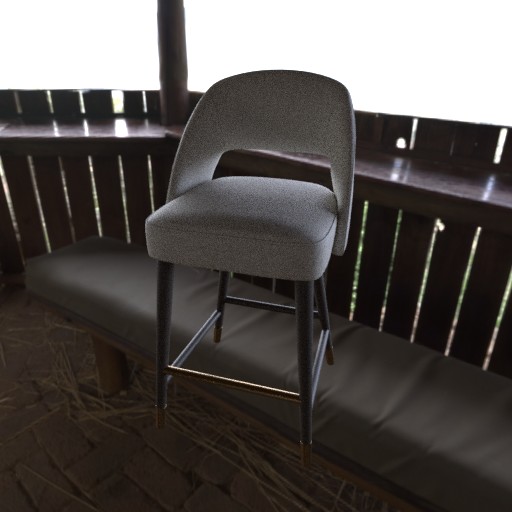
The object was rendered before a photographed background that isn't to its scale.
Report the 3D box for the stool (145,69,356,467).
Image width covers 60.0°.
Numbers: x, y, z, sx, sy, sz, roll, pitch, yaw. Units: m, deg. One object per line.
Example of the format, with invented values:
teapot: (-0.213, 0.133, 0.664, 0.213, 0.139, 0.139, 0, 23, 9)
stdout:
stool: (0.000, 0.000, 1.236, 0.494, 0.940, 0.509, 8, 26, 16)
